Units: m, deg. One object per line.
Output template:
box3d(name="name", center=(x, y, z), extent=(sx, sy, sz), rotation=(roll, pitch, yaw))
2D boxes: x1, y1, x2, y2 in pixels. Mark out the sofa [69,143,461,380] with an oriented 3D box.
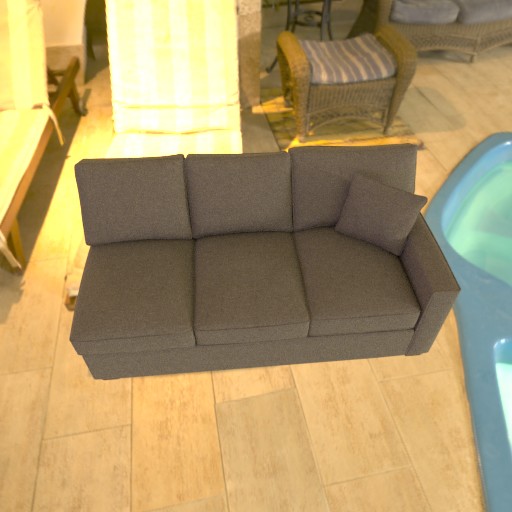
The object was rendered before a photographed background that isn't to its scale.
box3d(name="sofa", center=(0.000, 0.000, 2.575), extent=(1.963, 0.946, 1.034), rotation=(-4, 46, -4))
